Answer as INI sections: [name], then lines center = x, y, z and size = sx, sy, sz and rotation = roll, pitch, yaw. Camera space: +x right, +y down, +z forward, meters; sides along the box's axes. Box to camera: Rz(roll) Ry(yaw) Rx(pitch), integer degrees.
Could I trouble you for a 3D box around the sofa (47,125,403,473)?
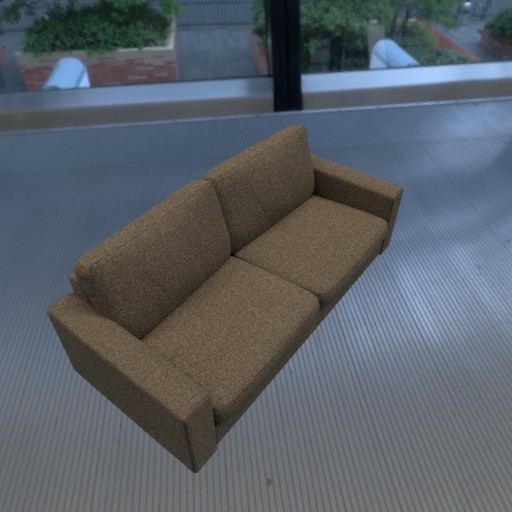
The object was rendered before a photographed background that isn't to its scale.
[sofa]
center = 0.000, 0.000, 2.731
size = 1.016, 0.873, 2.179
rotation = 27, 49, 27
